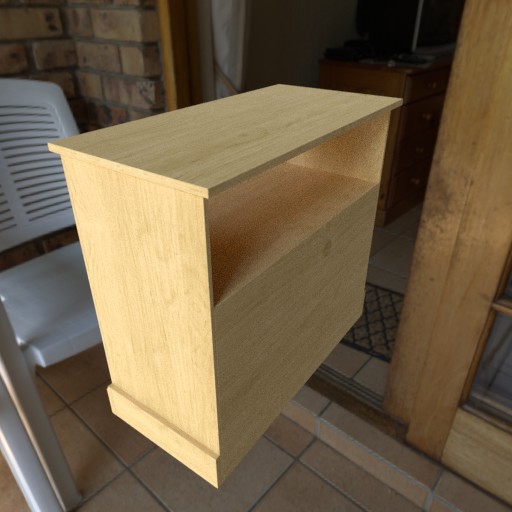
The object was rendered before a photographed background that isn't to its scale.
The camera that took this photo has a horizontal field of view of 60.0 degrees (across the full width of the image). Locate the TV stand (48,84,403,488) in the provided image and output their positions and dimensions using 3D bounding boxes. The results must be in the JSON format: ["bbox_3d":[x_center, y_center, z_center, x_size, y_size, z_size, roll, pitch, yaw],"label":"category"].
[{"bbox_3d":[0.000,0.000,1.280,0.430,0.787,0.851,20,36,30],"label":"TV stand"}]
